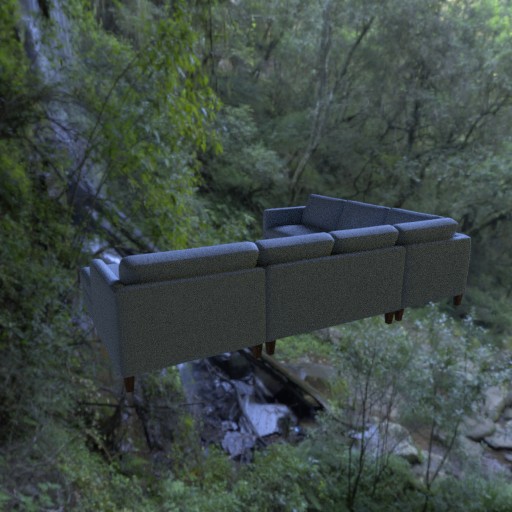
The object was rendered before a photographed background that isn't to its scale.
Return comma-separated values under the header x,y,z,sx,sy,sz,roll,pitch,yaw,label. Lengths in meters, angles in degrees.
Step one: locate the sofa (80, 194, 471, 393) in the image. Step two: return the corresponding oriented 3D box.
x,y,z,sx,sy,sz,roll,pitch,yaw,label
0.000,0.000,4.589,3.403,0.889,2.551,-8,16,-28,sofa
